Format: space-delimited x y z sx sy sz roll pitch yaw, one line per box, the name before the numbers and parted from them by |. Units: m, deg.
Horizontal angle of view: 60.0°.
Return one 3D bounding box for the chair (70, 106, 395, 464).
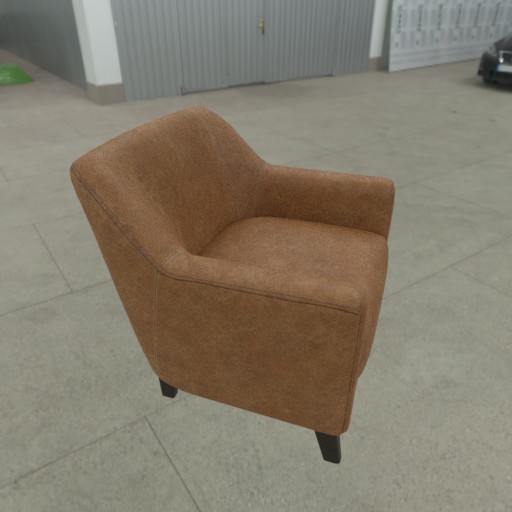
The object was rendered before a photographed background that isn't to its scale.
chair | 0.000 0.000 1.815 1.034 0.980 1.037 11 32 17
